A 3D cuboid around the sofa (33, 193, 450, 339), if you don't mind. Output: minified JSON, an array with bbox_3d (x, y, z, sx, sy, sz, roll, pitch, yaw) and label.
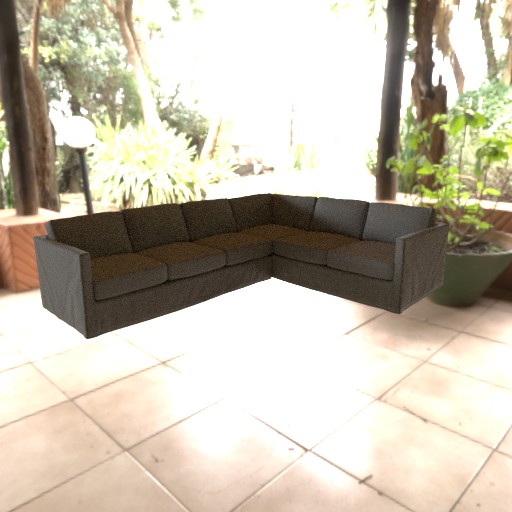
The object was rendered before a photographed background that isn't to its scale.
[{"bbox_3d":[0.000,0.000,4.255,2.432,0.871,3.182,14,20,42],"label":"sofa"}]
